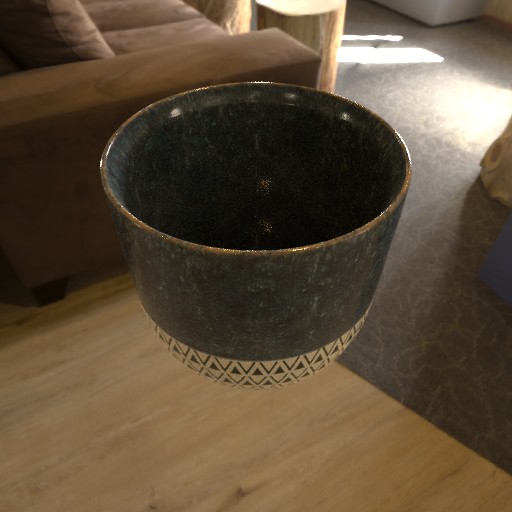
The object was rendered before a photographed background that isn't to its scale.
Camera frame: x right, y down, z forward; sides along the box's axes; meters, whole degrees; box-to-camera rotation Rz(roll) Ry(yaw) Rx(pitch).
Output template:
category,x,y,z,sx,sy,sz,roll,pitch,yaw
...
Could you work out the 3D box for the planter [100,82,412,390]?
category,x,y,z,sx,sy,sz,roll,pitch,yaw
planter,0.000,0.000,0.483,0.266,0.270,0.266,0,45,0
